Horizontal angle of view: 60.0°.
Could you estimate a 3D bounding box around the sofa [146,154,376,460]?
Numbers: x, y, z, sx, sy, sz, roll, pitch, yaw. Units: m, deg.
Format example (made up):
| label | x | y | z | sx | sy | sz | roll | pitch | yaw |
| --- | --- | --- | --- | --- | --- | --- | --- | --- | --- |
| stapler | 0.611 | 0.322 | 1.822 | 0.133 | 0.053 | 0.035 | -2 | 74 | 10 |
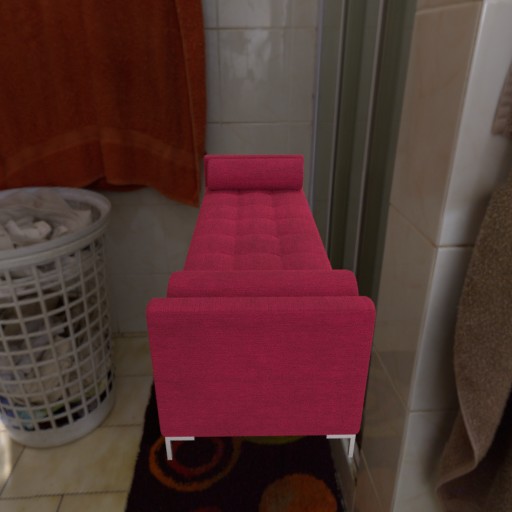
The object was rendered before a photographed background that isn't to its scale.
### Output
| label | x | y | z | sx | sy | sz | roll | pitch | yaw |
| --- | --- | --- | --- | --- | --- | --- | --- | --- | --- |
| sofa | 0.000 | 0.000 | 2.310 | 0.686 | 0.635 | 1.981 | 0 | 26 | -1 |
